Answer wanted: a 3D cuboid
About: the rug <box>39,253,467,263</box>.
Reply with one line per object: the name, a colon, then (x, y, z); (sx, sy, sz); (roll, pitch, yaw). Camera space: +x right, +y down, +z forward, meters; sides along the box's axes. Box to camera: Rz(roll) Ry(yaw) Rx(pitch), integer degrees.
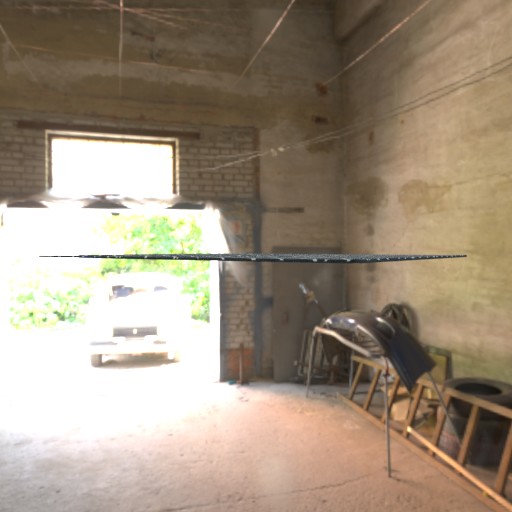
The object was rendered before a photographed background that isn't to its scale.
rug: (0.000, 0.000, 4.012); (3.047, 0.022, 2.439); (1, 1, 37)
